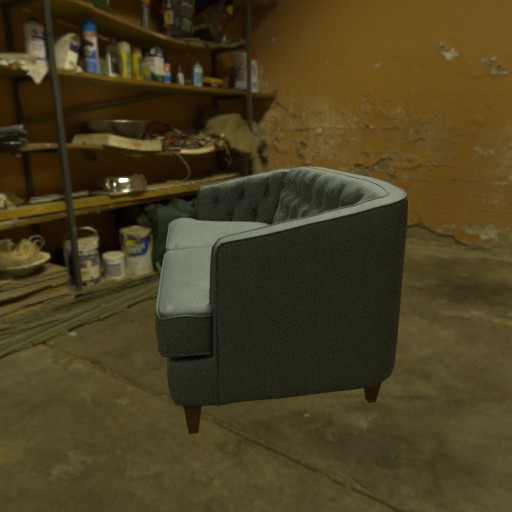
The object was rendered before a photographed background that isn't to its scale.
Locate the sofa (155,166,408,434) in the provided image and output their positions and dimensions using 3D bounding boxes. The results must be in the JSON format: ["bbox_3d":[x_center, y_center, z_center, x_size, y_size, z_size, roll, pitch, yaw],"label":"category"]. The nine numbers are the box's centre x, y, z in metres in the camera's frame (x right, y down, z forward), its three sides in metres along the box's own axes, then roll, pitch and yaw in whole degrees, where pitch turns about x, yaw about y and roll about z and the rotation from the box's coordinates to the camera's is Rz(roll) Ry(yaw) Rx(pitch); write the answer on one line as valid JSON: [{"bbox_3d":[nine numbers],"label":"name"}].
[{"bbox_3d":[0.000,0.000,2.290,0.941,0.855,1.733,-2,15,-9],"label":"sofa"}]
